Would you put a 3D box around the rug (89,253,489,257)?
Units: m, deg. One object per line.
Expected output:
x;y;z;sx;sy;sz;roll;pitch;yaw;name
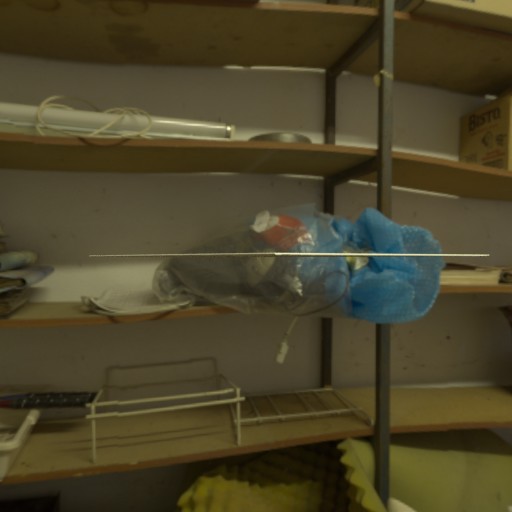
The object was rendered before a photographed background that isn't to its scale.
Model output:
0.000;0.000;2.914;1.522;0.008;2.284;0;0;-36;rug
